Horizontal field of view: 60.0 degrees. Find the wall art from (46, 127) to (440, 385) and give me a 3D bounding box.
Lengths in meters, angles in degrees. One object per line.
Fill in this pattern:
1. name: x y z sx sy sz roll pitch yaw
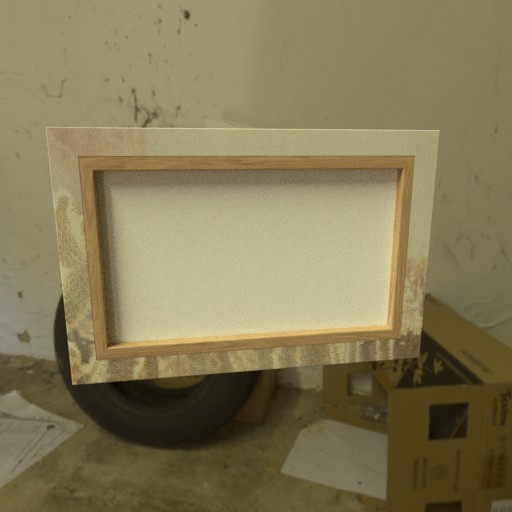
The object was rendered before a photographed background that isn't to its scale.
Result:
1. wall art: 0.000 0.000 1.376 1.142 0.758 0.041 -2 13 -9
